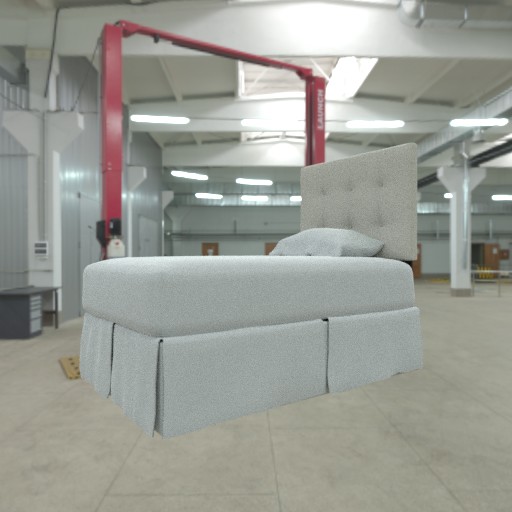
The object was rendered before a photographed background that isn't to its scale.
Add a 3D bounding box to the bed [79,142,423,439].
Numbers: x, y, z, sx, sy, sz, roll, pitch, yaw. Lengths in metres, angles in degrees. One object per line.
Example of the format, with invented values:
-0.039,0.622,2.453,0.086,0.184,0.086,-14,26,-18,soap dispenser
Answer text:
0.000,0.000,2.949,1.997,1.571,1.261,0,0,-37,bed
